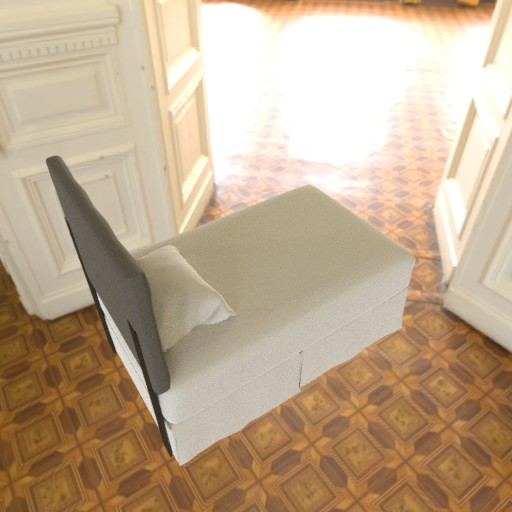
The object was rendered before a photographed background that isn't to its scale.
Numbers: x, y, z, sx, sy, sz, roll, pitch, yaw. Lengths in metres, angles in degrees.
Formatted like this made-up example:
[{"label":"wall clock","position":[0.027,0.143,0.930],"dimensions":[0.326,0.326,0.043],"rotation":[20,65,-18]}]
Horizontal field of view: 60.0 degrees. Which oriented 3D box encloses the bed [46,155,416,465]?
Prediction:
[{"label":"bed","position":[0.000,0.000,2.949],"dimensions":[1.997,1.571,1.261],"rotation":[-25,47,-25]}]
